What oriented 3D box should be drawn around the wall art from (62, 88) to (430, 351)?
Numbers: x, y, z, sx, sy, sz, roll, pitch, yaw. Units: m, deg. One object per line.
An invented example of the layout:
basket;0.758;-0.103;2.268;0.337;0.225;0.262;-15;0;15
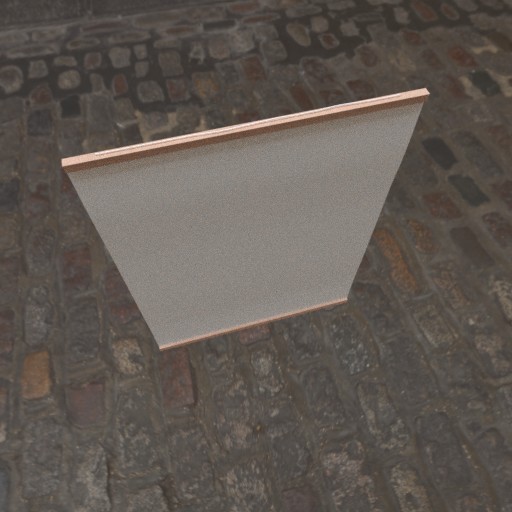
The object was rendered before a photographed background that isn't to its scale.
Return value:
wall art;0.000;0.000;1.312;0.758;1.013;0.020;-14;59;-8
